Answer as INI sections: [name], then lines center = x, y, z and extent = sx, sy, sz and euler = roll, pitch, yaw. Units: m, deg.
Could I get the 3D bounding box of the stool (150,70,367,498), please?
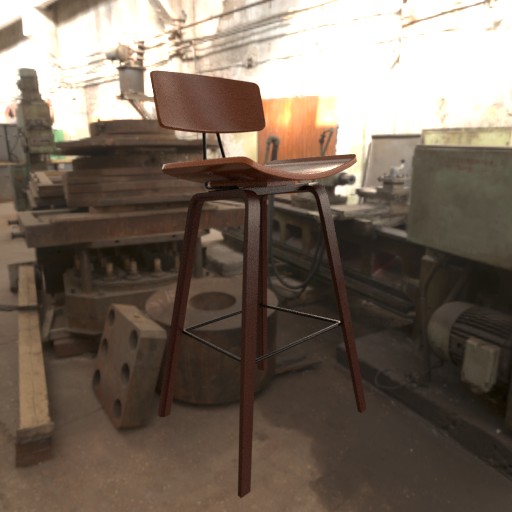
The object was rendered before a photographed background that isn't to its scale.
[stool]
center = 0.000, 0.000, 1.214
extent = 0.509, 0.969, 0.440
euler = -13, 19, -42
